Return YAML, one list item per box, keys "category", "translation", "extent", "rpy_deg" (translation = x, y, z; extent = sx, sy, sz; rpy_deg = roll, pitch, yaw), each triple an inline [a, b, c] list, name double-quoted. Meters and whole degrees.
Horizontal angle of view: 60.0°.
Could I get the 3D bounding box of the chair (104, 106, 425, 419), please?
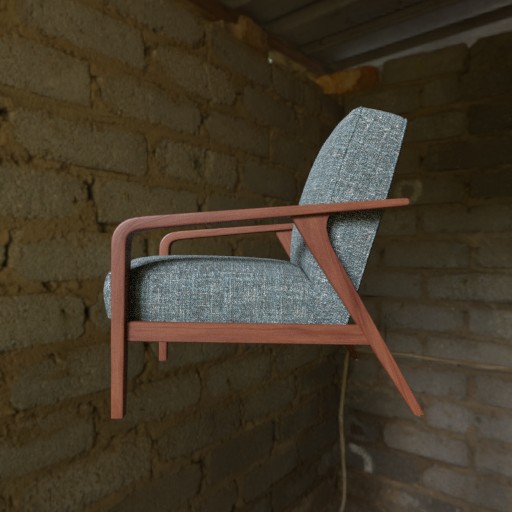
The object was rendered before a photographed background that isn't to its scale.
- category: "chair"
  translation: [0.000, 0.000, 1.520]
  extent: [0.889, 0.864, 0.719]
  rpy_deg: [0, 0, -2]
